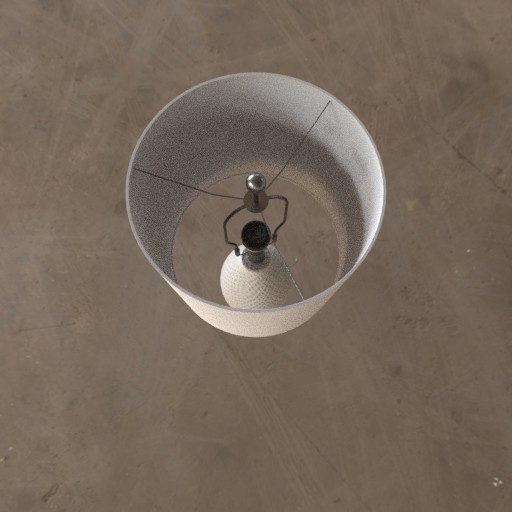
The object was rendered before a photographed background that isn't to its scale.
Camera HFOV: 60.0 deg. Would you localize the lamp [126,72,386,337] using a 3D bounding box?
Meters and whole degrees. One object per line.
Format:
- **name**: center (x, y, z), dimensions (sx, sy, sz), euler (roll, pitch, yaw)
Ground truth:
- **lamp**: center (0.000, 0.000, 0.582), dimensions (0.214, 0.466, 0.214), euler (-21, 75, -6)
